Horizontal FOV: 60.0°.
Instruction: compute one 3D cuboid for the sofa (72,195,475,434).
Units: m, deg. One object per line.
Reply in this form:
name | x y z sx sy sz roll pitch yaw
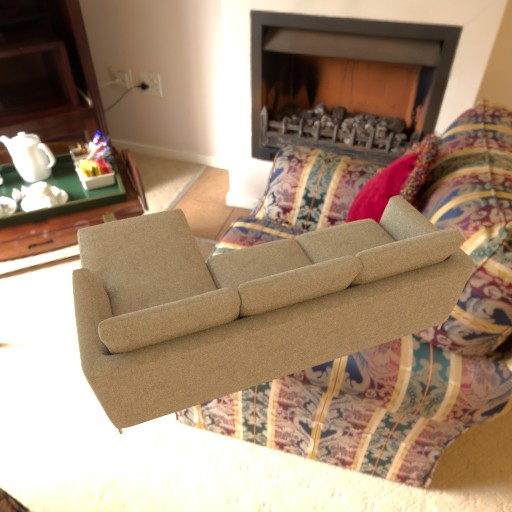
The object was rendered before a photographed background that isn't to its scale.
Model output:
sofa | 0.000 0.000 3.178 2.438 0.864 1.626 -14 43 -16
